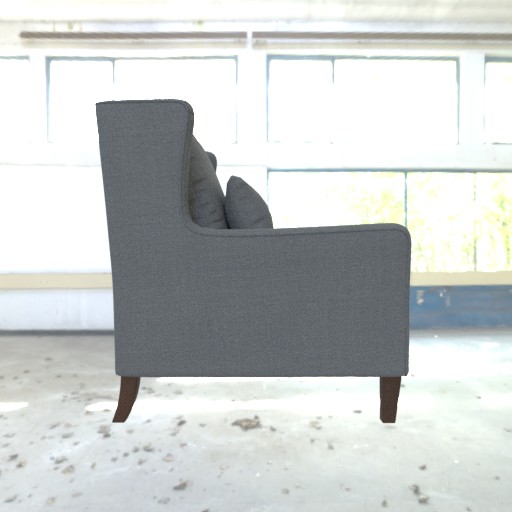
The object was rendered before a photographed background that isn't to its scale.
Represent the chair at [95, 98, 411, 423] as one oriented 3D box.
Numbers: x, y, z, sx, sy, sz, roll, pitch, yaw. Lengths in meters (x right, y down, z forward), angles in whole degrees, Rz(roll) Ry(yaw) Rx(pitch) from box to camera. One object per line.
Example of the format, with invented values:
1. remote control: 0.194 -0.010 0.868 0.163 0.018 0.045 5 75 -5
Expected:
1. chair: 0.000 0.000 1.792 1.040 1.056 0.866 0 1 0
